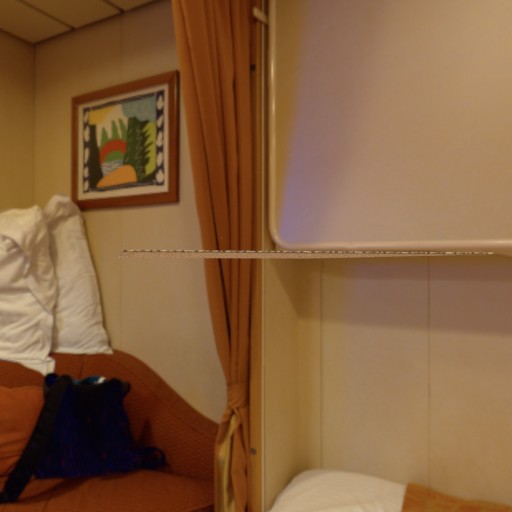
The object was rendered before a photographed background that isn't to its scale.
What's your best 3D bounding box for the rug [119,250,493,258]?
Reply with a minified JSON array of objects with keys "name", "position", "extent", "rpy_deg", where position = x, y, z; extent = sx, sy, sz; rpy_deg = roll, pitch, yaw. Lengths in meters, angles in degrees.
[{"name":"rug","position":[0.000,0.000,4.082],"extent":[2.444,0.013,3.043],"rpy_deg":[0,-1,-17]}]
